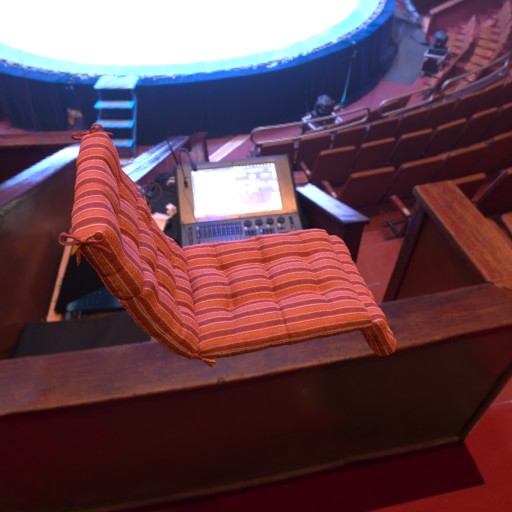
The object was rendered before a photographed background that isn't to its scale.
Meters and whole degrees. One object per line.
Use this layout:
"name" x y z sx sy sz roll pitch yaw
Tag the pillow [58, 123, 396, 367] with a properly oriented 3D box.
"pillow" 0.000 0.000 1.514 1.016 0.863 0.526 -9 46 -9
